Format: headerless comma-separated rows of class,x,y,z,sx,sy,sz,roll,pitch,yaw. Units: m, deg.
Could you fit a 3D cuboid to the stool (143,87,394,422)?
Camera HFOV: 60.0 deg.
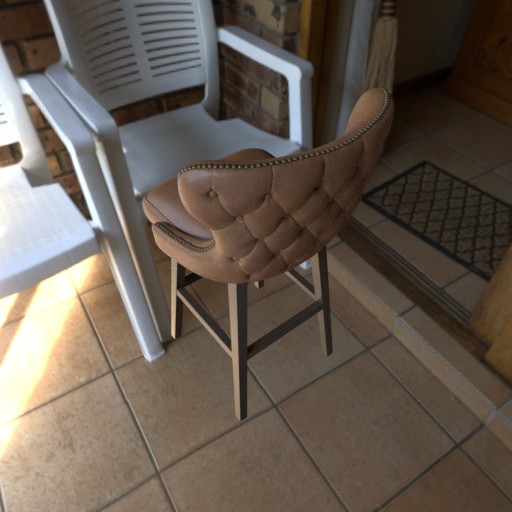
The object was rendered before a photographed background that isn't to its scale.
stool,0.000,0.000,1.423,0.591,1.087,0.606,-29,52,-26
